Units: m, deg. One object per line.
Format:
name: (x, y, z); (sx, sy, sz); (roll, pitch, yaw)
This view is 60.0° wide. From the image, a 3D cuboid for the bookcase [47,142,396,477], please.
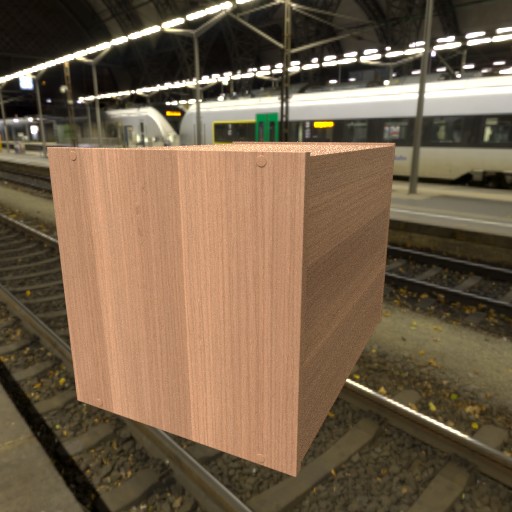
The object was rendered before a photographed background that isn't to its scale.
bookcase: (0.000, 0.000, 0.627); (0.290, 0.305, 0.415); (7, 17, 25)
